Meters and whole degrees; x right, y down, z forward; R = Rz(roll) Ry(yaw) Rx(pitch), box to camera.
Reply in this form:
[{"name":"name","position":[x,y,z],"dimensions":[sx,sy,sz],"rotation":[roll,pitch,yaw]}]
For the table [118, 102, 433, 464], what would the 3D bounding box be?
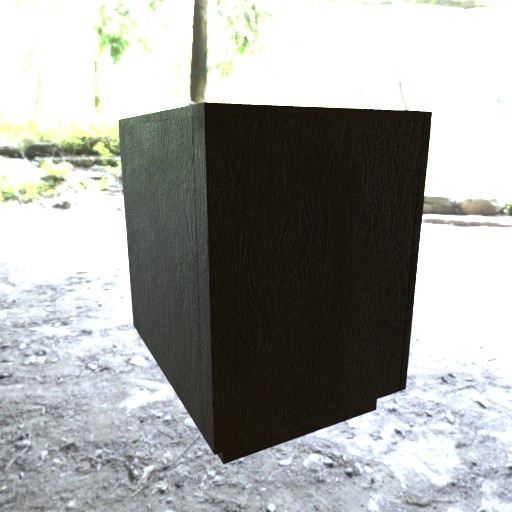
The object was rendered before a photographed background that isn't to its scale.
[{"name":"table","position":[0.000,0.000,0.969],"dimensions":[0.439,0.585,0.560],"rotation":[-8,17,-27]}]
